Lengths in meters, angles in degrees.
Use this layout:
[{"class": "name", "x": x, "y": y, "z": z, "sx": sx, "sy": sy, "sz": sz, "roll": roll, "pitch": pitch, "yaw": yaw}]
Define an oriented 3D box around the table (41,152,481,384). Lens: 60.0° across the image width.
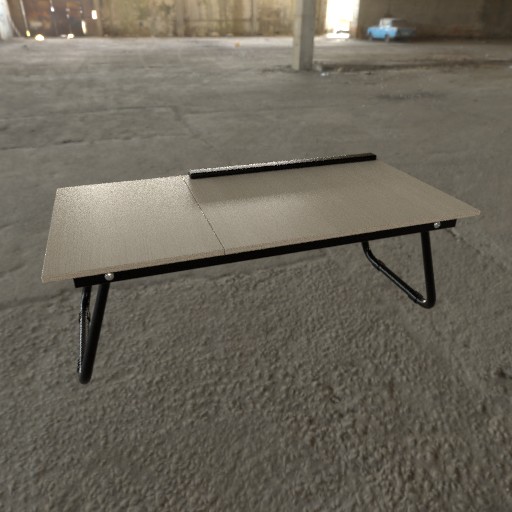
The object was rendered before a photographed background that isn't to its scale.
[{"class": "table", "x": 0.000, "y": 0.000, "z": 0.797, "sx": 0.644, "sy": 0.242, "sz": 0.322, "roll": -9, "pitch": 30, "yaw": -16}]
